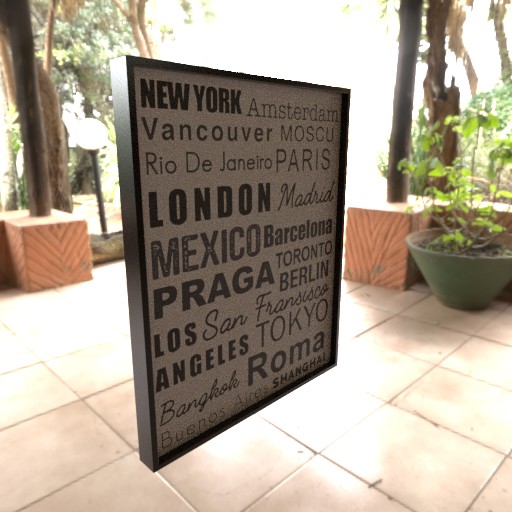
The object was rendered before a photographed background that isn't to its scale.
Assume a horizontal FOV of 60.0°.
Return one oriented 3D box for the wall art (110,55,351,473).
[{"bbox_3d":[0.000,0.000,0.729,0.448,0.551,0.038,-14,20,-43],"label":"wall art"}]
